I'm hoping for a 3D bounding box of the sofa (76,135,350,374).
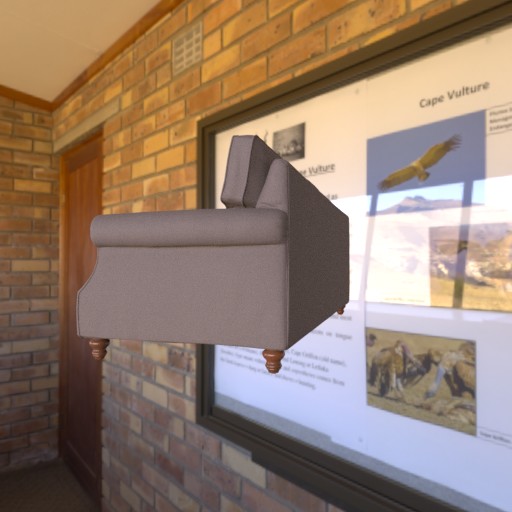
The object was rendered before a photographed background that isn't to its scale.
[{"bbox_3d":[0.000,0.000,2.832,0.966,0.948,2.353,0,-1,18],"label":"sofa"}]
